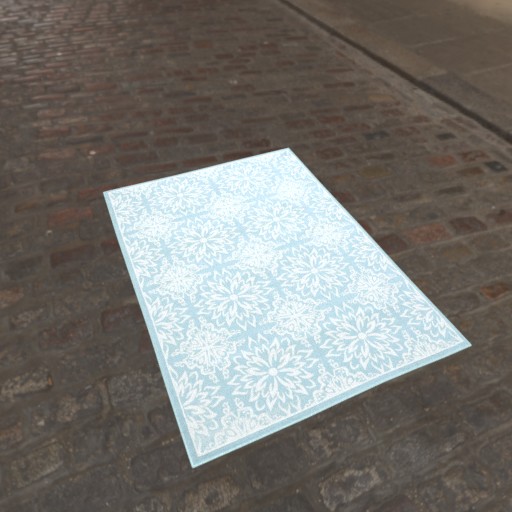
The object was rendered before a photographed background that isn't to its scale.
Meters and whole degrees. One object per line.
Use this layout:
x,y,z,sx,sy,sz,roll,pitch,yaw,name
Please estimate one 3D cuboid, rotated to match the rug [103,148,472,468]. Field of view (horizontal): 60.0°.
0.000,0.000,2.892,1.589,0.014,2.205,-17,47,-17,rug
